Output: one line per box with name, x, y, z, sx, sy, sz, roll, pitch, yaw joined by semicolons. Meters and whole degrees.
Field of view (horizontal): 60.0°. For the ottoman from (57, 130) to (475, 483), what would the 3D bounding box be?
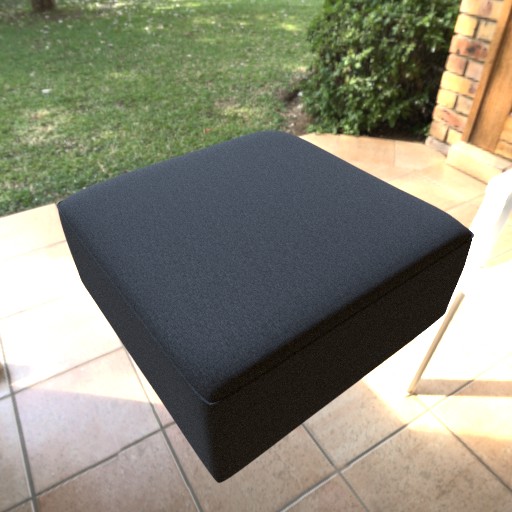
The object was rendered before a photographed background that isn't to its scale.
ottoman;0.000;0.000;1.563;1.015;0.464;1.005;-26;46;-28
